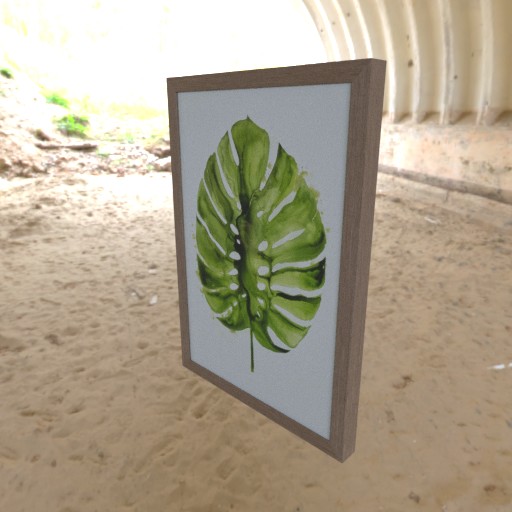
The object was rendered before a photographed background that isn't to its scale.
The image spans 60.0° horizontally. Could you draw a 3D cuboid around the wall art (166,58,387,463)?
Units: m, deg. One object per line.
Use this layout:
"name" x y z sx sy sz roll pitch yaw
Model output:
"wall art" 0.000 0.000 0.658 0.358 0.510 0.032 16 24 41
